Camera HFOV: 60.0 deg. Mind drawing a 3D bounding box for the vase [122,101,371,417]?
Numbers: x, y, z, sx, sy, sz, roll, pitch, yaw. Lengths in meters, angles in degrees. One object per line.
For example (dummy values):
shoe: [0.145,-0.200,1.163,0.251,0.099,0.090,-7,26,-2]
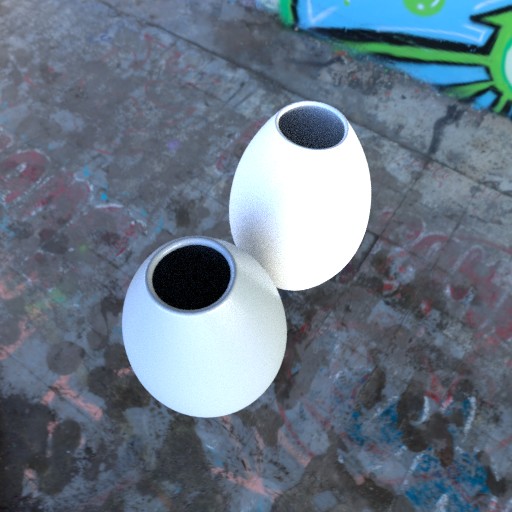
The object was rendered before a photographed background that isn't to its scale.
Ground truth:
vase: [0.000,0.000,0.256,0.089,0.131,0.187,31,67,15]
